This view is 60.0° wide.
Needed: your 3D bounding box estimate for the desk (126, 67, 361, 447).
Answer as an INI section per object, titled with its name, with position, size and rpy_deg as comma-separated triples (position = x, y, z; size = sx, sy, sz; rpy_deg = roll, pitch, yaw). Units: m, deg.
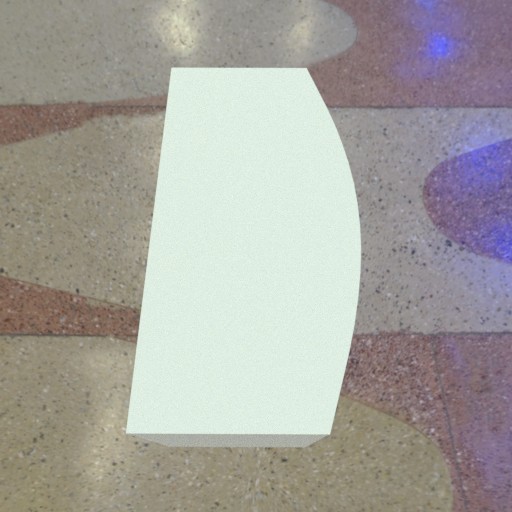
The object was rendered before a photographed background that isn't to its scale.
[desk]
position = 0.000, 0.000, 2.065
size = 0.802, 0.750, 1.600
rpy_deg = 0, 64, 0
